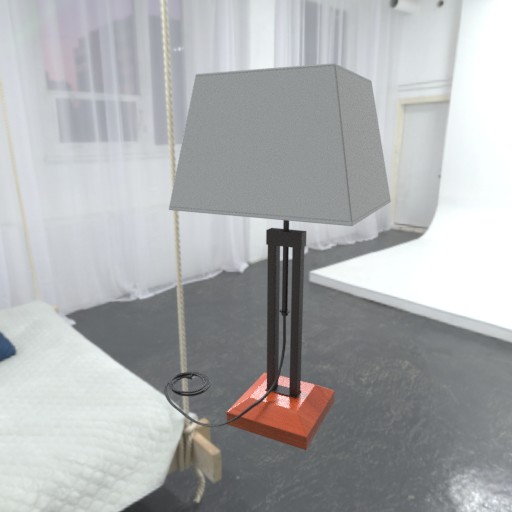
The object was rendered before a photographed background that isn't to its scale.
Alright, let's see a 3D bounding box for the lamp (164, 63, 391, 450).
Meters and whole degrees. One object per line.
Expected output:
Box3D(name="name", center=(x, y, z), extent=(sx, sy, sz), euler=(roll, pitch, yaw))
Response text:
Box3D(name="lamp", center=(0.000, 0.000, 0.964), extent=(0.498, 0.737, 0.310), euler=(8, 17, 26))
